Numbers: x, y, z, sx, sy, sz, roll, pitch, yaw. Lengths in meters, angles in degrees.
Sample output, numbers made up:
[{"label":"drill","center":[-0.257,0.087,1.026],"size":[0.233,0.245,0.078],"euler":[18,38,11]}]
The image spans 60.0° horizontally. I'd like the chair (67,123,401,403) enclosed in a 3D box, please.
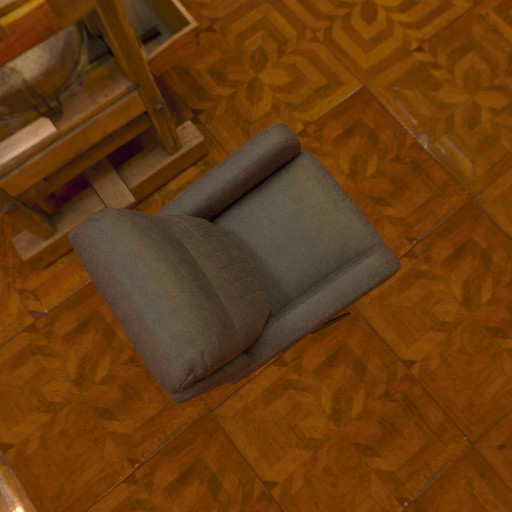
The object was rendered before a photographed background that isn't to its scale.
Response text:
[{"label":"chair","center":[0.000,0.000,1.871],"size":[1.067,1.067,0.865],"euler":[-35,79,-8]}]
